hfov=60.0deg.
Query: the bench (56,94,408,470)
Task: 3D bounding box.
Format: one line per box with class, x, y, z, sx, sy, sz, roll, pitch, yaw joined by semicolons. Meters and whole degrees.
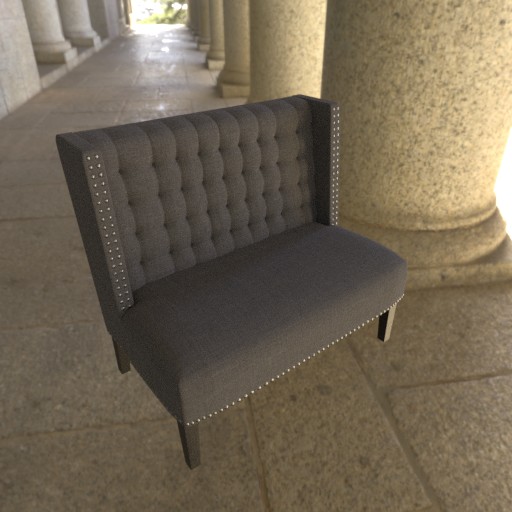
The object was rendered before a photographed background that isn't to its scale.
bench;0.000;0.000;1.982;1.276;1.121;0.842;-22;37;-32
